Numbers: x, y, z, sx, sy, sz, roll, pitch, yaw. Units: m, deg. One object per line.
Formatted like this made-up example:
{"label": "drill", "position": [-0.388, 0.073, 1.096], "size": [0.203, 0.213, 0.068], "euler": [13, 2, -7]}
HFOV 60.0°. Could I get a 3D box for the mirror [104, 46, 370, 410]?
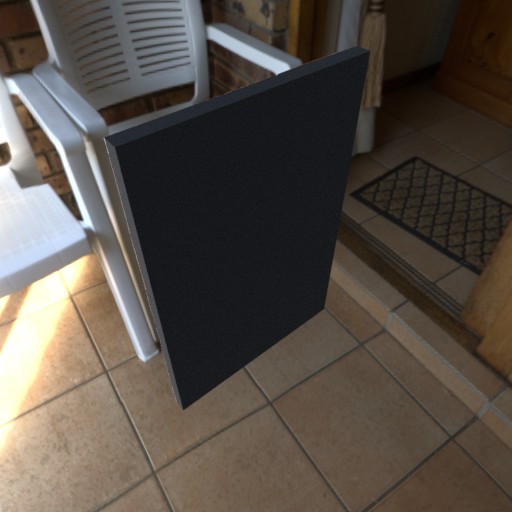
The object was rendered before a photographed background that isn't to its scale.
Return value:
{"label": "mirror", "position": [0.000, 0.000, 1.164], "size": [0.606, 0.912, 0.044], "euler": [-30, 53, -26]}
